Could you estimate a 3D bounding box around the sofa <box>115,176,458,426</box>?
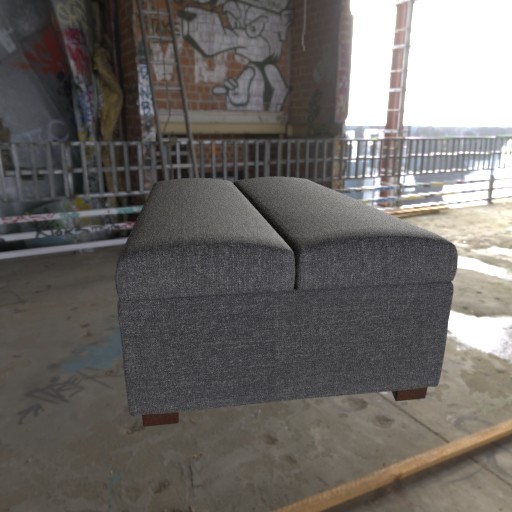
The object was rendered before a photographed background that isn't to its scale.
[{"bbox_3d":[0.000,0.000,1.528,0.782,0.417,1.198,-3,17,-9],"label":"sofa"}]
